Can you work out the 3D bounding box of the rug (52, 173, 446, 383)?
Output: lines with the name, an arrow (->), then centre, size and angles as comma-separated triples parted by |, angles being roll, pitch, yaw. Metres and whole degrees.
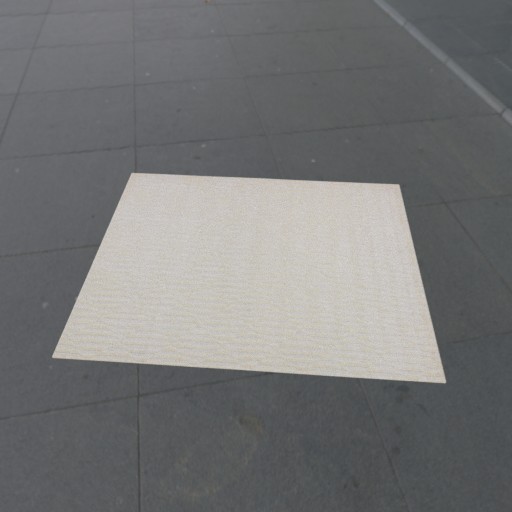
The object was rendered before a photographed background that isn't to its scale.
rug -> 0.000, 0.000, 4.236 | 3.055, 0.021, 2.410 | 3, 47, 3
